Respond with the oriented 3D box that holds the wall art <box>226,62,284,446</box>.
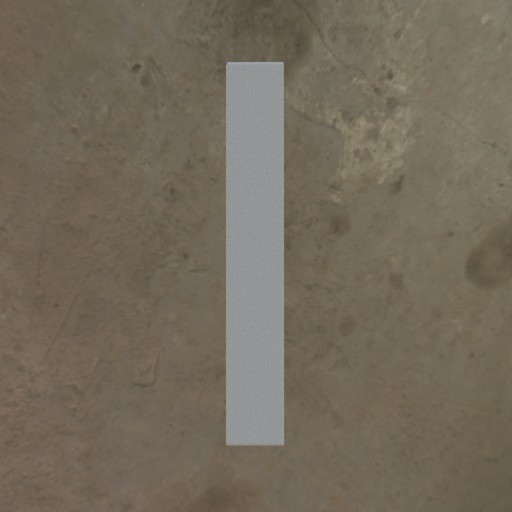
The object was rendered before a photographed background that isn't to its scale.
[{"bbox_3d":[0.000,0.000,0.482,0.039,0.381,0.252,0,89,0],"label":"wall art"}]
